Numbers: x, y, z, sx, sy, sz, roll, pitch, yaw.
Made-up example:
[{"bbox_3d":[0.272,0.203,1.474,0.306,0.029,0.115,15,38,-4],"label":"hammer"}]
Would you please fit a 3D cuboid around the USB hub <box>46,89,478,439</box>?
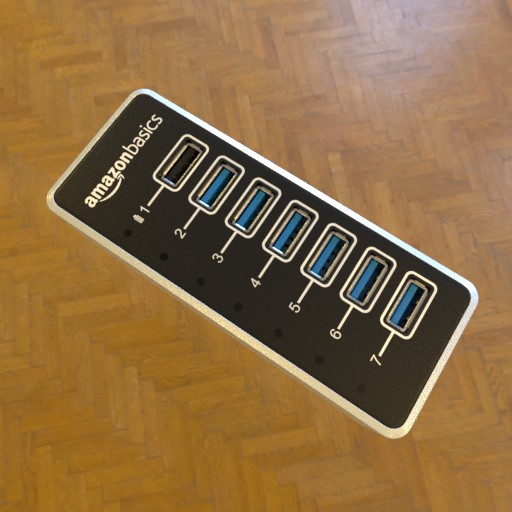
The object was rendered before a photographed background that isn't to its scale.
[{"bbox_3d":[0.000,0.000,0.125,0.110,0.023,0.044,33,78,8],"label":"USB hub"}]
